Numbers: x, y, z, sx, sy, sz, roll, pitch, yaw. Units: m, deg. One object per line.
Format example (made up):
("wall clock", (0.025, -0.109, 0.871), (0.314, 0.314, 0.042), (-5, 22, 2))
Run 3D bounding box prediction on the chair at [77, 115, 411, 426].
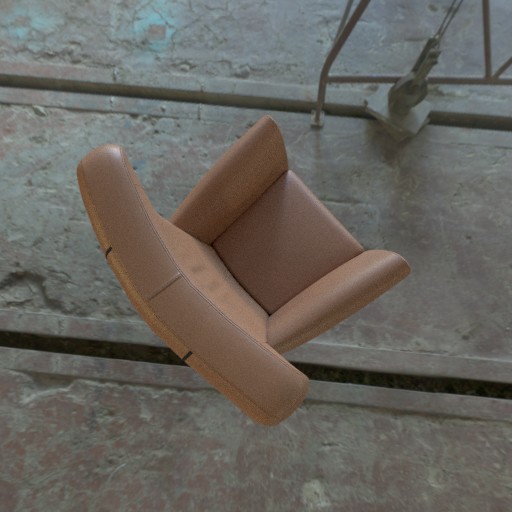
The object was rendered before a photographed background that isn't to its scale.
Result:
("chair", (0.000, 0.000, 1.772), (0.900, 1.050, 0.980), (-39, 79, -9))
